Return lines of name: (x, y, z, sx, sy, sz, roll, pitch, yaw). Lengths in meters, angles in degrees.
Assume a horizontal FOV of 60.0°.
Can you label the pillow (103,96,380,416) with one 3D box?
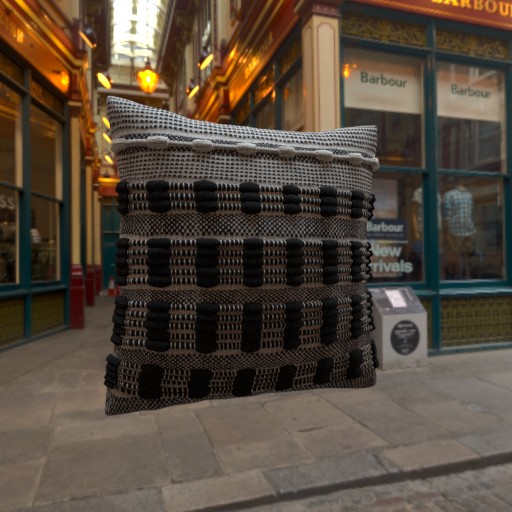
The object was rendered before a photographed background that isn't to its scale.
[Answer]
pillow: (0.000, 0.000, 0.669, 0.436, 0.438, 0.156, 0, 0, -19)
